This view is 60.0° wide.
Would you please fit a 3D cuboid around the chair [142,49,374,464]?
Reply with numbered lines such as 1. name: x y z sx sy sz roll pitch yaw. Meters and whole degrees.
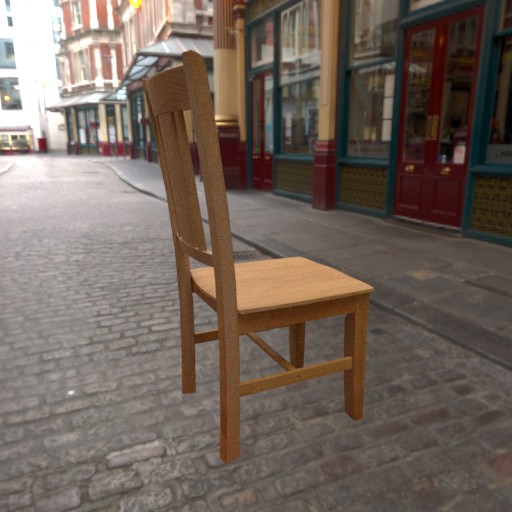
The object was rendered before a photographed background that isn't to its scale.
1. chair: 0.000 0.000 1.301 0.556 0.998 0.450 -6 15 -25
